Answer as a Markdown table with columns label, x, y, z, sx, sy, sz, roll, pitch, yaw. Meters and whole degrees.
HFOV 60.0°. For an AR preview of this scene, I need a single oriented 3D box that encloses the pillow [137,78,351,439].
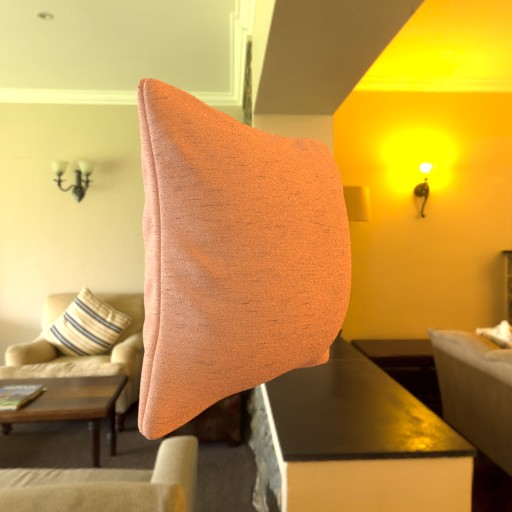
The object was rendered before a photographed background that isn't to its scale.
| label | x | y | z | sx | sy | sz | roll | pitch | yaw |
| --- | --- | --- | --- | --- | --- | --- | --- | --- | --- |
| pillow | 0.000 | 0.000 | 0.670 | 0.246 | 0.415 | 0.432 | 1 | 2 | 37 |
